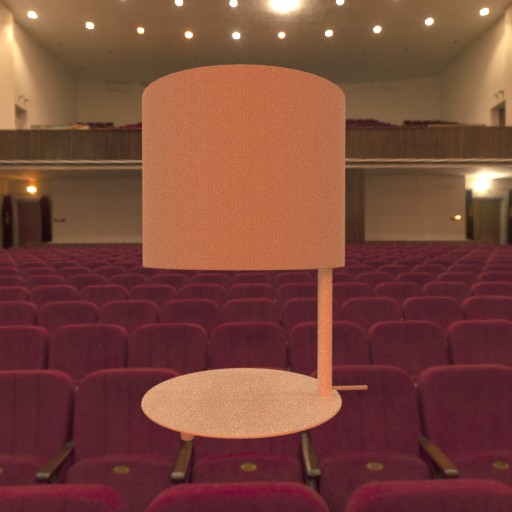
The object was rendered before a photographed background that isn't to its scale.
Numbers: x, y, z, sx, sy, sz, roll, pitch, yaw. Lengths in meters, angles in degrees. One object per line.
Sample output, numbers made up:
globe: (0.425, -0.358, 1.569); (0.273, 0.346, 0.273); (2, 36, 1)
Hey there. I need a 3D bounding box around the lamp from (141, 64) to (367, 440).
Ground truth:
lamp: (0.000, 0.000, 0.672); (0.341, 0.454, 0.299); (0, 1, 0)
